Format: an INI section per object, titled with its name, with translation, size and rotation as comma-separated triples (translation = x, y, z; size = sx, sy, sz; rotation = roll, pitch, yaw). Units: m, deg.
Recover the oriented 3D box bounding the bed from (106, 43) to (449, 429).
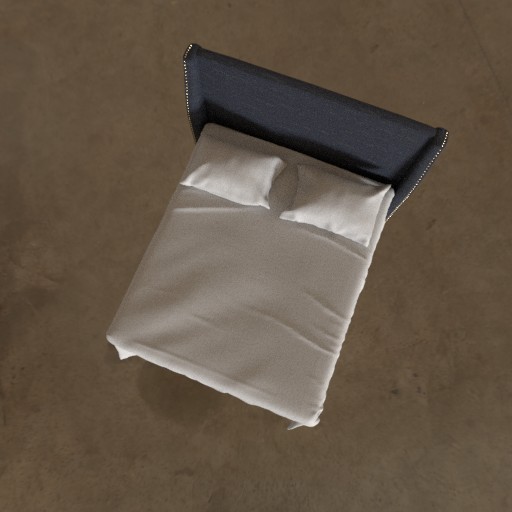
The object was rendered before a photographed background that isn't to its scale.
[bed]
translation = 0.000, 0.000, 3.408
size = 1.925, 1.332, 2.276
rotation = 21, 77, 5
